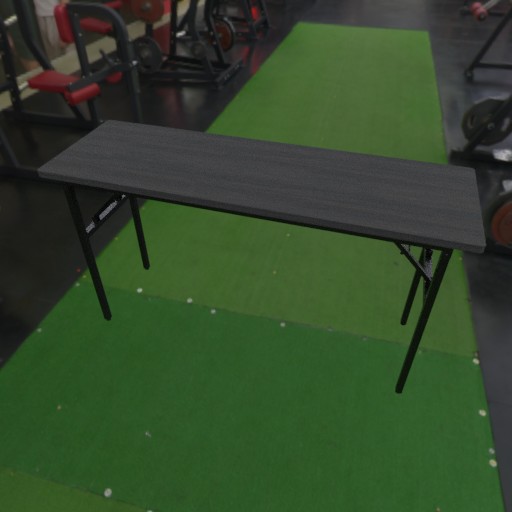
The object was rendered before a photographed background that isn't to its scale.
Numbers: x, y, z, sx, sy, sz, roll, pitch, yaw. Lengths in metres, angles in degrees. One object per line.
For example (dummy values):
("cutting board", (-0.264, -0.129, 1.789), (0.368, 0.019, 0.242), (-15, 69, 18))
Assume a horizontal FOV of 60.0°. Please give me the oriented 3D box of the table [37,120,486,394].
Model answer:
("table", (0.000, 0.000, 1.721), (1.399, 0.750, 0.449), (11, 41, 13))
